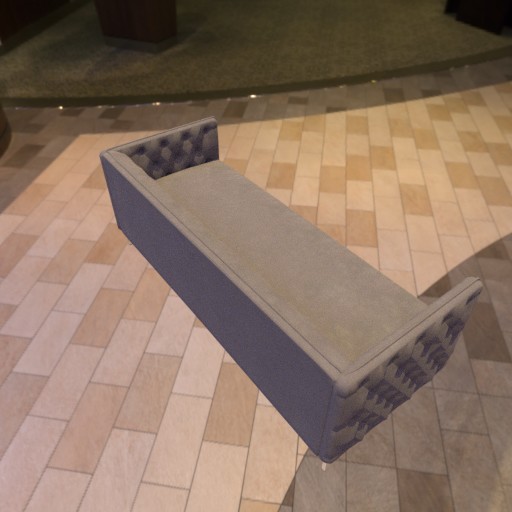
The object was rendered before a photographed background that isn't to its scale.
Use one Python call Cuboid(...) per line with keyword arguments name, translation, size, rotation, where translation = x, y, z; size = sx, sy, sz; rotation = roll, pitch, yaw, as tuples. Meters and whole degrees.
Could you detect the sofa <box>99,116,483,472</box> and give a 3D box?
Cuboid(name="sofa", translation=(0.000, 0.000, 2.616), size=(0.895, 0.771, 2.209), rotation=(-27, 48, -27))
